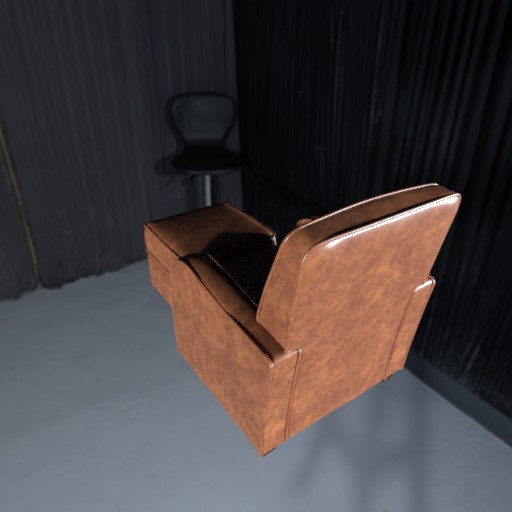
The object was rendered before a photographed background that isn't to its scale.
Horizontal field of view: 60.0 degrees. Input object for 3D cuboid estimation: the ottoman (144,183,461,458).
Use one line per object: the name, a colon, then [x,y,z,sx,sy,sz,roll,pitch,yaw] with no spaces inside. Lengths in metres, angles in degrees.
ottoman: [0.000,0.000,1.859,0.732,0.904,1.314,-19,35,-29]
